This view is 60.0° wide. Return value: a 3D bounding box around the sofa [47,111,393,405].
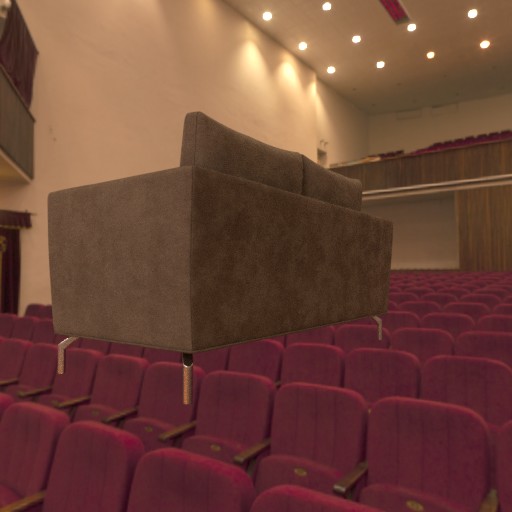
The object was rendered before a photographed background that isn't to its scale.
[{"bbox_3d":[0.000,0.000,2.321,0.855,1.013,1.832,-2,-3,36],"label":"sofa"}]
